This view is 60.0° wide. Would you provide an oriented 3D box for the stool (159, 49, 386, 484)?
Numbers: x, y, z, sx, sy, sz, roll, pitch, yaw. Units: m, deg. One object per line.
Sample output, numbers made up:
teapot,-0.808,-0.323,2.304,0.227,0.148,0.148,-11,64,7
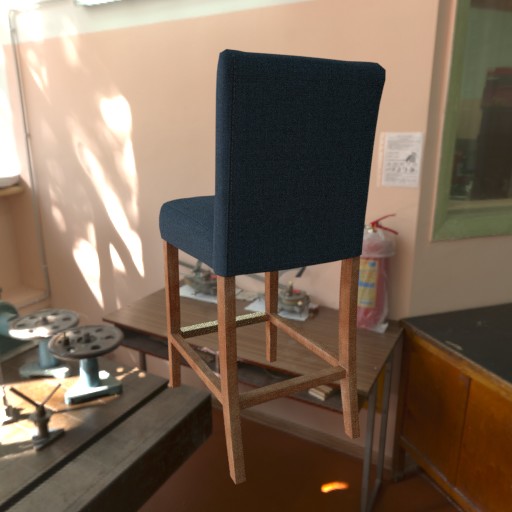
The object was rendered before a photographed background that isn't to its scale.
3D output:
stool,0.000,0.000,1.332,0.454,1.039,0.567,-8,17,-26
